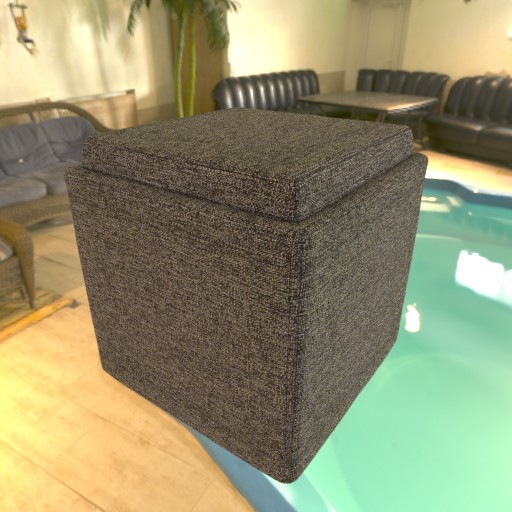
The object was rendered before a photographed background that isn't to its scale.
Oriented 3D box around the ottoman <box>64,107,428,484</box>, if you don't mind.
[{"bbox_3d":[0.000,0.000,0.812,0.450,0.463,0.450,18,32,32],"label":"ottoman"}]
